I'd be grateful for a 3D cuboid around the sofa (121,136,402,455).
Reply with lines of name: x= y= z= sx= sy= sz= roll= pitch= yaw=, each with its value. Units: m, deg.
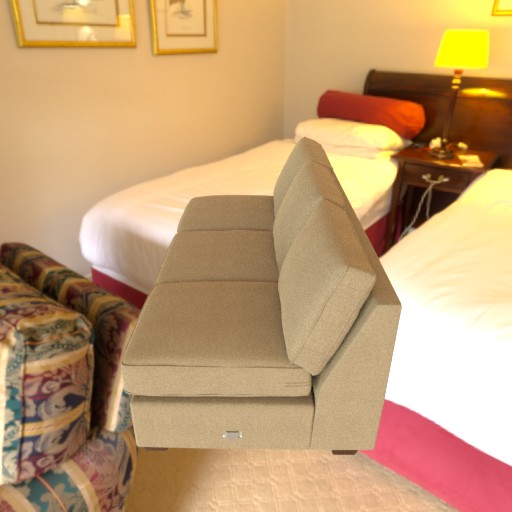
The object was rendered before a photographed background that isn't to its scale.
sofa: x=0.000 y=0.000 z=2.716 sx=1.127 sy=1.036 sz=2.092 roll=0 pitch=27 yaw=1
